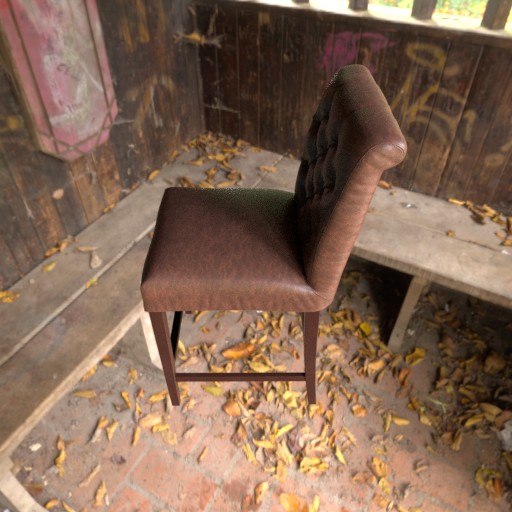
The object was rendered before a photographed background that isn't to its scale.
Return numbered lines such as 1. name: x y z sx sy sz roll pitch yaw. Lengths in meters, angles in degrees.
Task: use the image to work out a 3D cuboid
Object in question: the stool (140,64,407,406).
1. stool: 0.000 0.000 1.452 0.660 1.084 0.486 0 43 0
